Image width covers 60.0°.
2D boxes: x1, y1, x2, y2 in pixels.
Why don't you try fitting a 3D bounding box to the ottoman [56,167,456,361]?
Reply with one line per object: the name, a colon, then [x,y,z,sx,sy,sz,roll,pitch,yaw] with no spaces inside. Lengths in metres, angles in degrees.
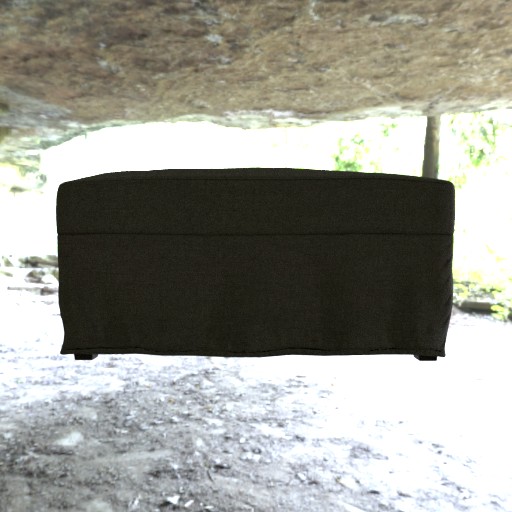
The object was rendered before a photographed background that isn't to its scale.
ottoman: [0.000,0.000,1.310,0.843,0.436,0.840,0,1,1]
